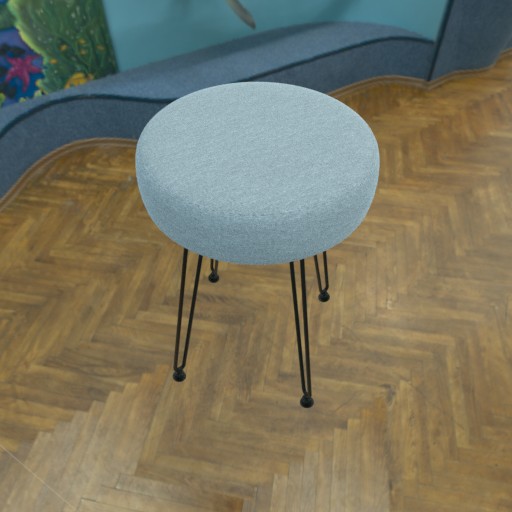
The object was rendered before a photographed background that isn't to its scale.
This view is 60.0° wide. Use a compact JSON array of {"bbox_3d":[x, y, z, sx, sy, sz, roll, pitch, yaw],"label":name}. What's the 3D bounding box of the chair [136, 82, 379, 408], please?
[{"bbox_3d":[0.000,0.000,0.689,0.350,0.440,0.350,-25,52,-21],"label":"chair"}]
